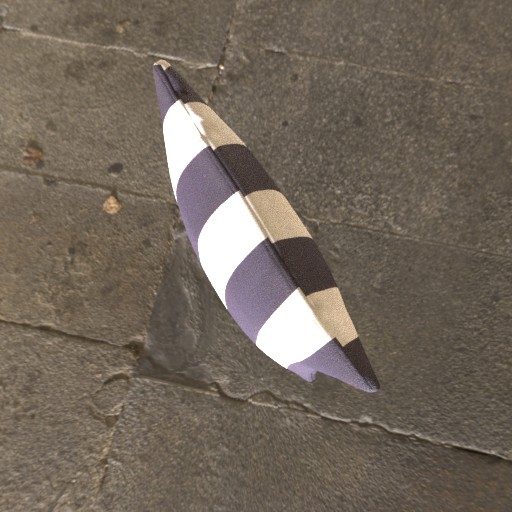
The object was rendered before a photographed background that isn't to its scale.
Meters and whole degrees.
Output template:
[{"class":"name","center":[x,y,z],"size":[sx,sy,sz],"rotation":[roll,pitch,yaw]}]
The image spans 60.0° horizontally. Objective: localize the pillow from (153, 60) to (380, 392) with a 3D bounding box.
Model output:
[{"class":"pillow","center":[0.000,0.000,0.812],"size":[0.189,0.526,0.536],"rotation":[-32,77,-8]}]
